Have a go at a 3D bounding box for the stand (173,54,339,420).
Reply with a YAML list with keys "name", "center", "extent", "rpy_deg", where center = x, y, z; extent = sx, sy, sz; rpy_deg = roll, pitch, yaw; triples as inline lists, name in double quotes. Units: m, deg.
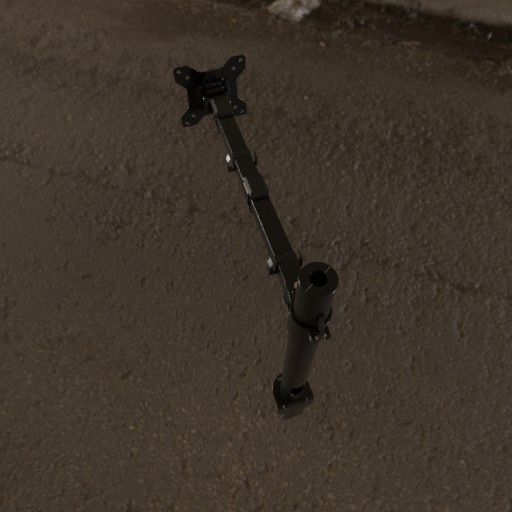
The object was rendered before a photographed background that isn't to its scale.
- name: "stand"
  center: [0.000, 0.000, 0.742]
  extent: [0.115, 0.510, 0.456]
  rpy_deg: [-16, 59, -9]
